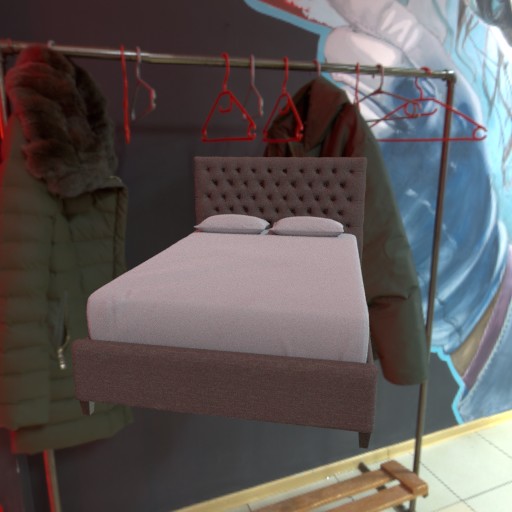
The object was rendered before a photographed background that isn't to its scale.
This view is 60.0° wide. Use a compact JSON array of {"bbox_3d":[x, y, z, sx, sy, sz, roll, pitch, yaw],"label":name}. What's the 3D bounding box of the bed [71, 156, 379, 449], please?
[{"bbox_3d":[0.000,0.000,3.387,1.698,1.427,2.387,3,14,10],"label":"bed"}]
